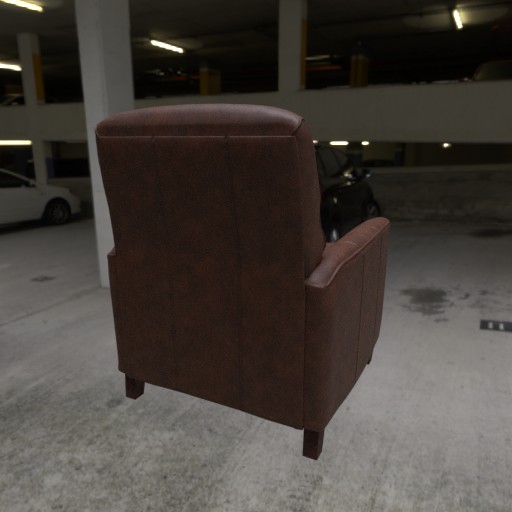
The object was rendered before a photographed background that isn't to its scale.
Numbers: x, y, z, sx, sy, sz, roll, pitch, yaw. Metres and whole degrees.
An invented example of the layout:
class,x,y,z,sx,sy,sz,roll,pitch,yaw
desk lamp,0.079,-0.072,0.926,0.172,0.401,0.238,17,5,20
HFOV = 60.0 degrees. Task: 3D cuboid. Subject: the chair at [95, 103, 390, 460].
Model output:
class,x,y,z,sx,sy,sz,roll,pitch,yaw
chair,0.000,0.000,1.630,0.839,1.010,0.850,7,16,26
